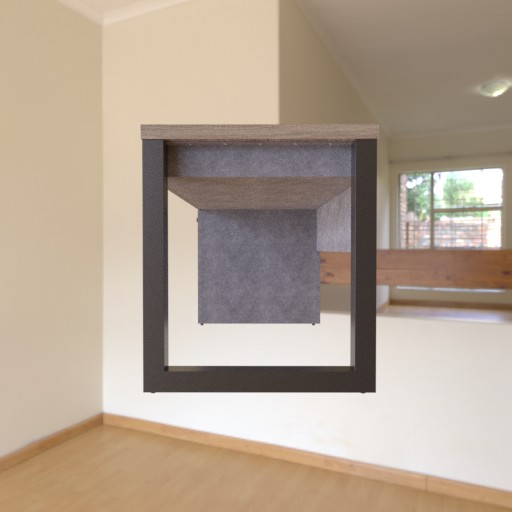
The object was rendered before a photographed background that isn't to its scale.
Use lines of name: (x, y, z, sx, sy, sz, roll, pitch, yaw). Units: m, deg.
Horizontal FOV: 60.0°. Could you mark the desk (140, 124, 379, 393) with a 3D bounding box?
desk: (0.000, 0.000, 2.086, 0.690, 0.760, 1.700, 0, 1, 0)
